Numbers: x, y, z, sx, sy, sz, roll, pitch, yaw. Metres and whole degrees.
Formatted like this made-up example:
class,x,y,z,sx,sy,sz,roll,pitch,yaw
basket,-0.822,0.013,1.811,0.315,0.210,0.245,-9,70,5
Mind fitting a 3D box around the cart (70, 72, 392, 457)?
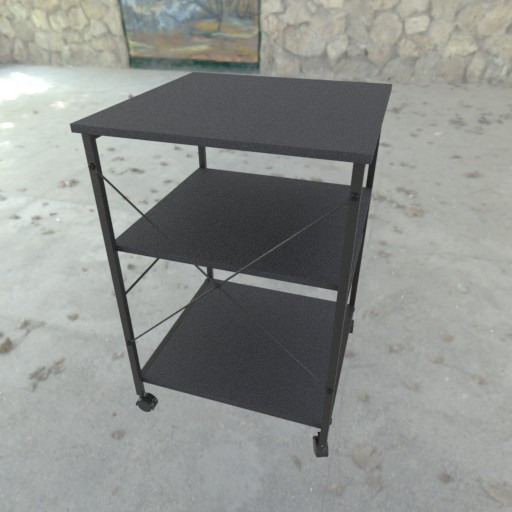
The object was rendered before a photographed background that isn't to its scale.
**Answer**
class,x,y,z,sx,sy,sz,roll,pitch,yaw
cart,0.000,0.000,1.123,0.521,0.762,0.520,10,34,15
